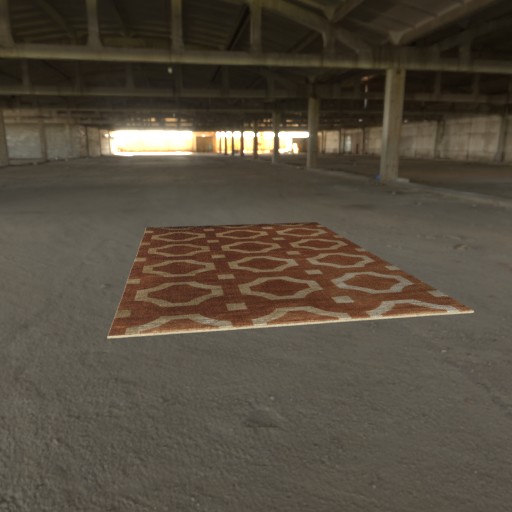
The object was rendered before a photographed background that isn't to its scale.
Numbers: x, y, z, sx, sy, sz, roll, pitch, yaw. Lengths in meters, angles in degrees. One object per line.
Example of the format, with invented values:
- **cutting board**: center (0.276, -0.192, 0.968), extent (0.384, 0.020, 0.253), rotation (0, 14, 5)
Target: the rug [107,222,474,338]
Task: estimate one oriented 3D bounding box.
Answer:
- **rug**: center (0.000, 0.000, 2.912), extent (1.555, 0.016, 2.286), rotation (-2, 14, -10)
